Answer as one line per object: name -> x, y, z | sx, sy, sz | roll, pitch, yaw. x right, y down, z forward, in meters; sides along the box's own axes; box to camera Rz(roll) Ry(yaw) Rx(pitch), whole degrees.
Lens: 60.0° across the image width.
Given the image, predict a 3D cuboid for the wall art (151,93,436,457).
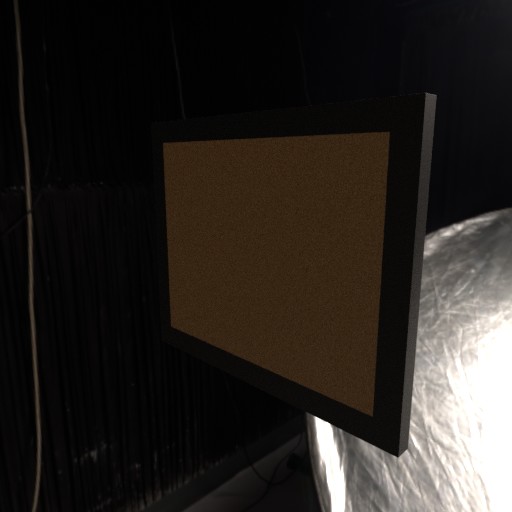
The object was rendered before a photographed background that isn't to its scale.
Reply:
wall art -> 0.000, 0.000, 0.743 | 0.561, 0.460, 0.028 | 12, 17, 44
